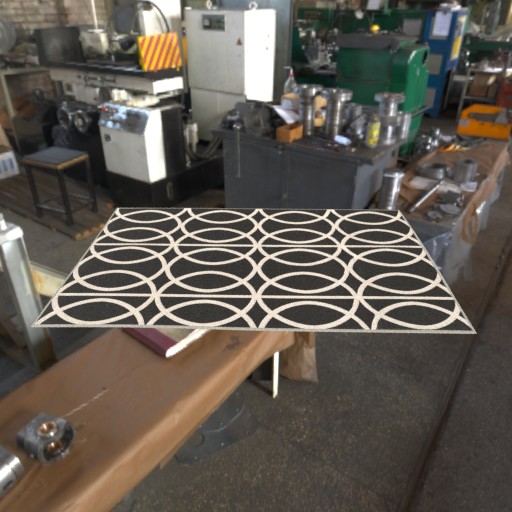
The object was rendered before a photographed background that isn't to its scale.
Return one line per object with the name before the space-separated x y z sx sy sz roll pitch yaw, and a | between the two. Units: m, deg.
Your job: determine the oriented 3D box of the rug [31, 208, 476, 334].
rug | 0.000 0.000 2.924 2.294 0.014 1.528 1 30 1
